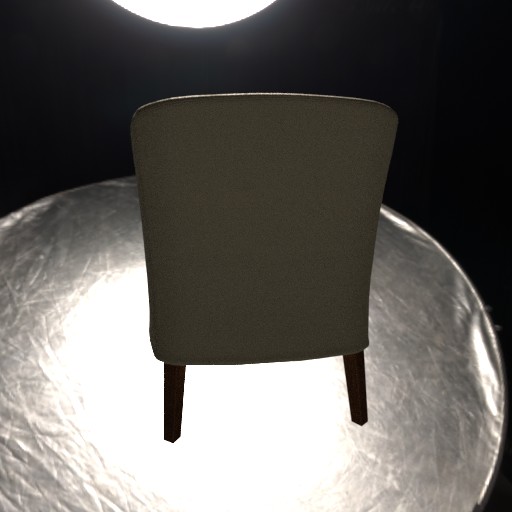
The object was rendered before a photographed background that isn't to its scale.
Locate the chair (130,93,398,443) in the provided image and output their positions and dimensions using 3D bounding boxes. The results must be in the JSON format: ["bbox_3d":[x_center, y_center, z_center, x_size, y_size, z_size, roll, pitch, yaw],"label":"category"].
[{"bbox_3d":[0.000,0.000,1.281,0.643,0.822,0.657,-2,14,-8],"label":"chair"}]
